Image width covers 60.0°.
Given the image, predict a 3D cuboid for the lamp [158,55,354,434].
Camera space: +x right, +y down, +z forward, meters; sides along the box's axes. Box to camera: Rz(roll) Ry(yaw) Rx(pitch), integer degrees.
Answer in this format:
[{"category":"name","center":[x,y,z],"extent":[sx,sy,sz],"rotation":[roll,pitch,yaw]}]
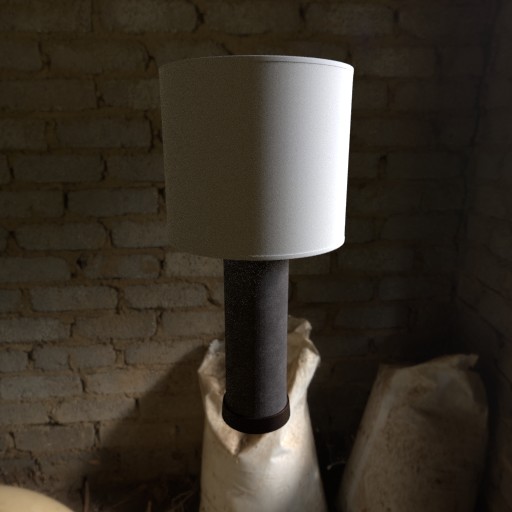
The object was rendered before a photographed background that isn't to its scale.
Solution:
[{"category":"lamp","center":[0.000,0.000,0.778],"extent":[0.301,0.630,0.301],"rotation":[-14,21,-41]}]
